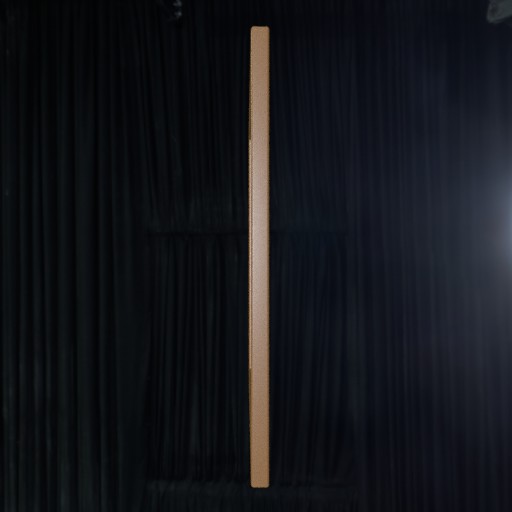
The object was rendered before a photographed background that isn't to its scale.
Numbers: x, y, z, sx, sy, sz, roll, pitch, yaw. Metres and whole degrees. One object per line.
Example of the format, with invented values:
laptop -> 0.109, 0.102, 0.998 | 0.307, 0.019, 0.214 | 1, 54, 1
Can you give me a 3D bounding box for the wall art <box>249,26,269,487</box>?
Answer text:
wall art -> 0.000, 0.000, 0.518 | 0.015, 0.379, 0.310 | 0, 1, -1
